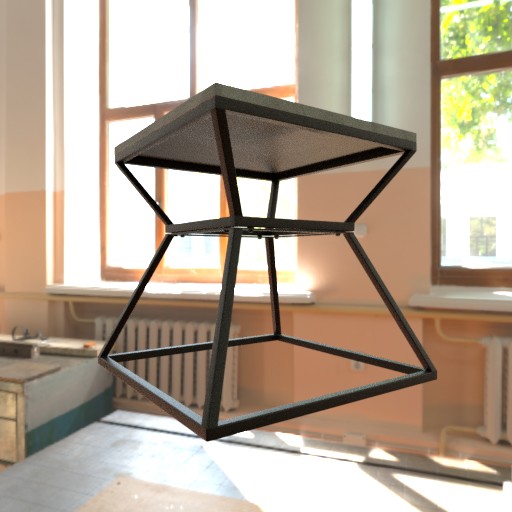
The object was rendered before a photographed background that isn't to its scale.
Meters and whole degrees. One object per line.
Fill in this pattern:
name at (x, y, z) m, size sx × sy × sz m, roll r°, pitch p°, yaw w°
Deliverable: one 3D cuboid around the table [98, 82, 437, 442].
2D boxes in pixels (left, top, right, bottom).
table at (0.000, 0.000, 0.829) m, size 0.455 × 0.431 × 0.455 m, roll 0°, pitch 0°, yaw -35°
